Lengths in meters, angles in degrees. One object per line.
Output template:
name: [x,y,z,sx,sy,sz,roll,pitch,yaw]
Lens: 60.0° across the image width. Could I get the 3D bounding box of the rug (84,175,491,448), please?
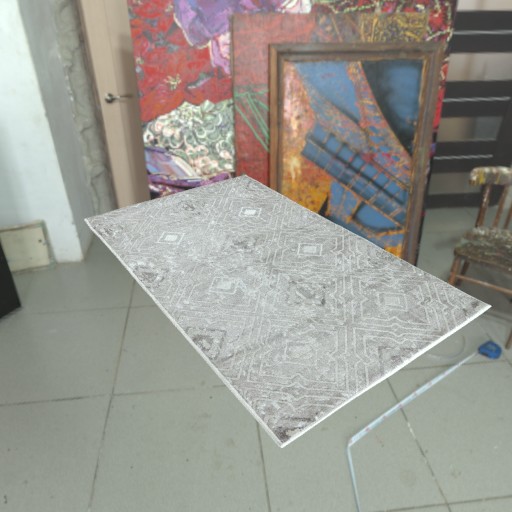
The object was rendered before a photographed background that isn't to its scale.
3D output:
rug: [0.000,0.000,2.976,1.537,0.036,2.447,-21,38,-30]
